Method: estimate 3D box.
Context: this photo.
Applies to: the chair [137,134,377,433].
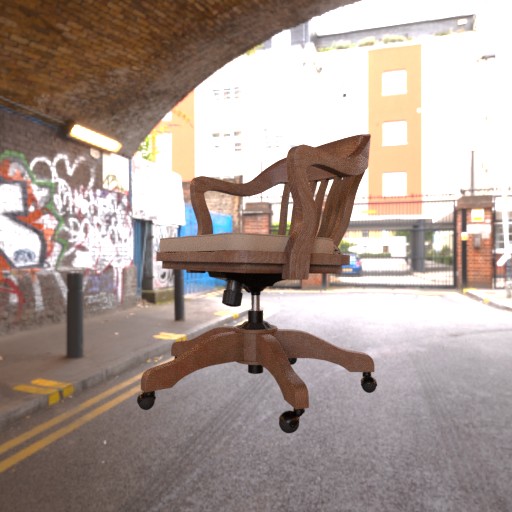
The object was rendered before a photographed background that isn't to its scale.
[{"bbox_3d":[0.000,0.000,1.462,0.788,0.878,0.750,0,0,-35],"label":"chair"}]
